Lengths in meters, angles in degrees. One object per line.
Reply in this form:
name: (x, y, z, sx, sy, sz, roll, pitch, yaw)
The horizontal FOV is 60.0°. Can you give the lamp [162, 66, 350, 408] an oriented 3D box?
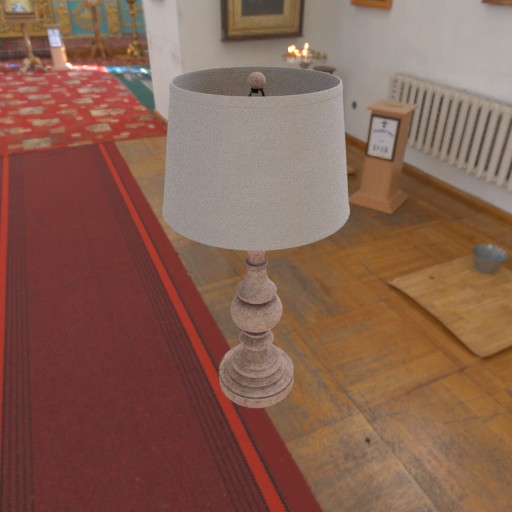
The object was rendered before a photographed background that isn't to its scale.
lamp: (0.000, 0.000, 0.874, 0.340, 0.678, 0.340, 0, 31, 0)
